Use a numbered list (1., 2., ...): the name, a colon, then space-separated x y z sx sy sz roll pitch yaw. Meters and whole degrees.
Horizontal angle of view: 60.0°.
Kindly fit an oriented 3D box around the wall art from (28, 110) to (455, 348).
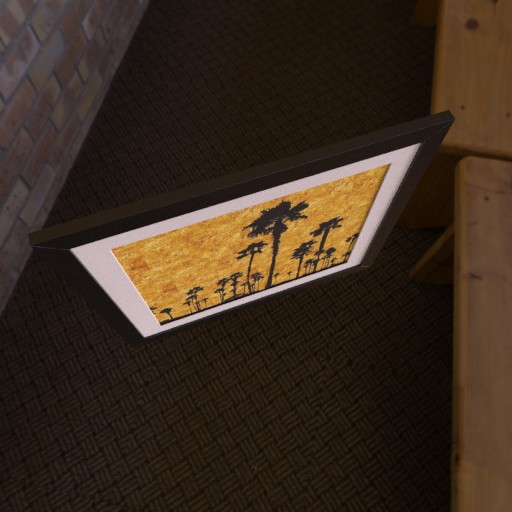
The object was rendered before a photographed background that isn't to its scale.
1. wall art: 0.000 0.000 0.528 0.383 0.332 0.012 -18 66 -8
